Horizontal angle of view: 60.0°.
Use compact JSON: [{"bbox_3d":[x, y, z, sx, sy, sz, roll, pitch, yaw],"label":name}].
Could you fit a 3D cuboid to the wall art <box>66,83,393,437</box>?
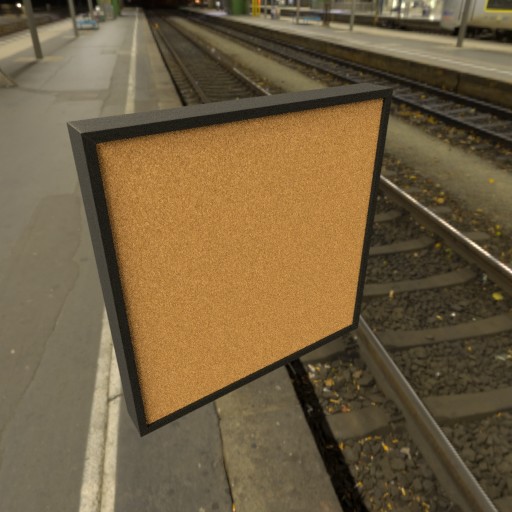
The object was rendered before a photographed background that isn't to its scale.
[{"bbox_3d":[0.000,0.000,0.457,0.305,0.305,0.037,-19,35,-29],"label":"wall art"}]
